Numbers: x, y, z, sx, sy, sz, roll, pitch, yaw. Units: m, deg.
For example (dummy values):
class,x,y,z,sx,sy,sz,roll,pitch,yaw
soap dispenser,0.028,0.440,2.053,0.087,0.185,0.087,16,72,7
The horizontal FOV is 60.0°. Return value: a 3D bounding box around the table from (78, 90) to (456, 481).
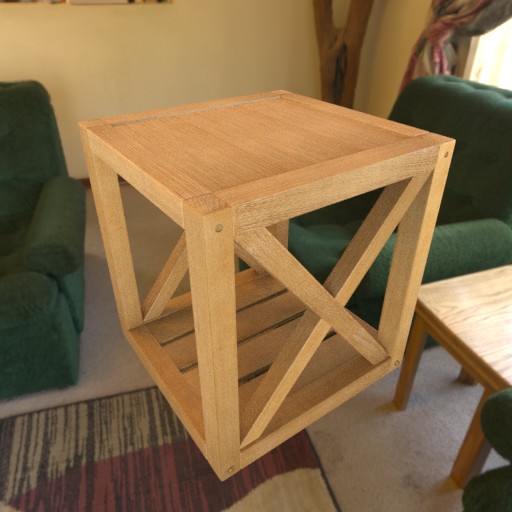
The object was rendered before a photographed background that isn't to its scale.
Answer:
class,x,y,z,sx,sy,sz,roll,pitch,yaw
table,0.000,0.000,1.066,0.559,0.610,0.558,-21,38,-29
